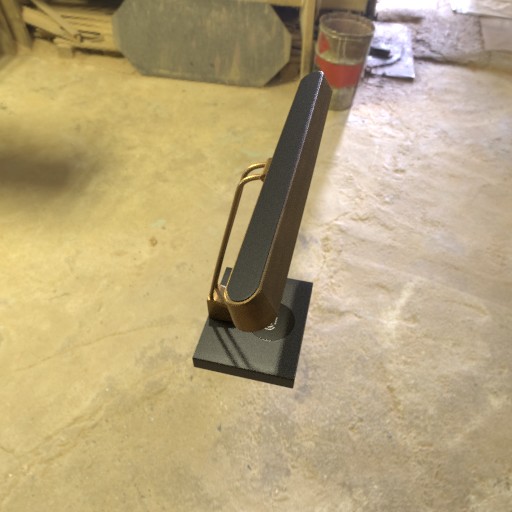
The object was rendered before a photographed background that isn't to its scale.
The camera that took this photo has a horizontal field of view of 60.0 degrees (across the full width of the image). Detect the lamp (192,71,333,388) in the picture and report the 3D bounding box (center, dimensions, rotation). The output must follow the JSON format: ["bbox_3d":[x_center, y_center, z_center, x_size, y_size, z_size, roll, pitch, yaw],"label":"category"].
[{"bbox_3d":[0.000,0.000,0.599,0.156,0.345,0.412,10,48,9],"label":"lamp"}]
